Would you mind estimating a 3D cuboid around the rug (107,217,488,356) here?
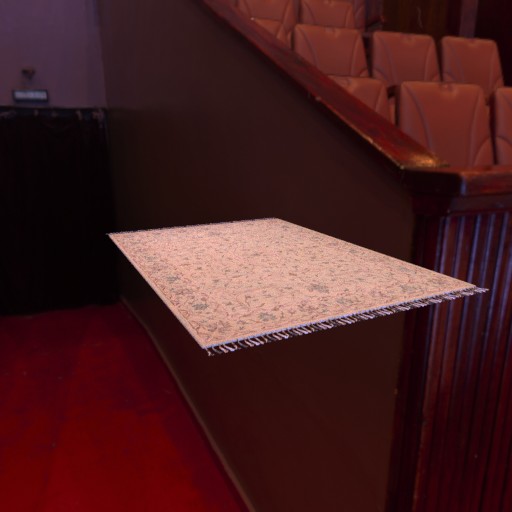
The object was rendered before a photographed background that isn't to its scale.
[{"bbox_3d":[0.000,0.000,2.321,1.247,0.008,1.802,-8,17,-26],"label":"rug"}]
